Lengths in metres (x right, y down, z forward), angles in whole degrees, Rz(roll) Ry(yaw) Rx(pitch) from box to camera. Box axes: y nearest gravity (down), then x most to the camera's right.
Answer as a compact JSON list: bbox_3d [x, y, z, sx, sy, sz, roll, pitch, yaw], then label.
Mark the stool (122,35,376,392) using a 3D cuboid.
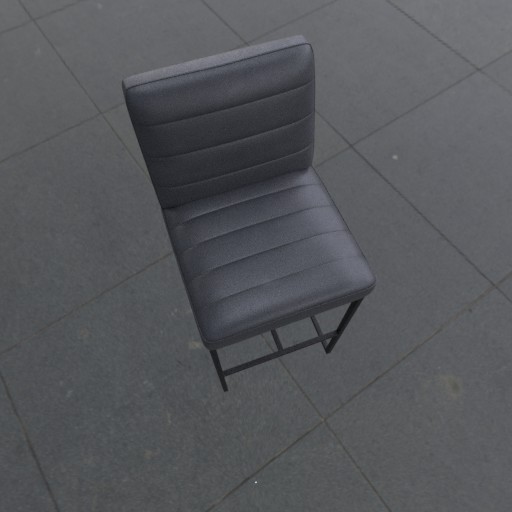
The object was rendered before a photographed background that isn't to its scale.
[{"bbox_3d":[0.000,0.000,1.346,0.457,1.040,0.552,-18,64,-9],"label":"stool"}]
